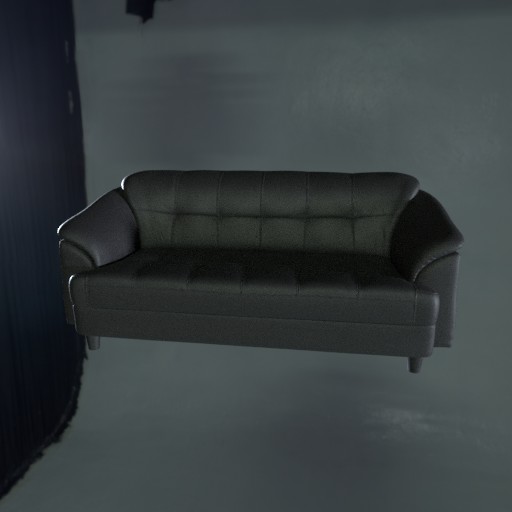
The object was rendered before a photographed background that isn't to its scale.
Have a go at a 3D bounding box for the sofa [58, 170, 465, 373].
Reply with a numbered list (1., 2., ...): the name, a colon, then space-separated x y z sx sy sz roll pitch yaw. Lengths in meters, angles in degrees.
1. sofa: 0.000 0.000 2.215 1.829 0.811 0.800 2 13 9
